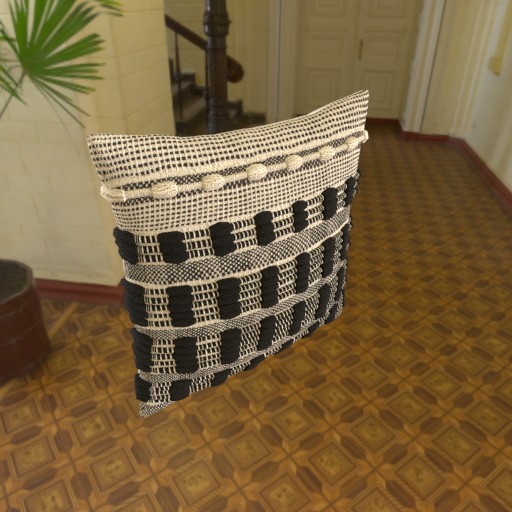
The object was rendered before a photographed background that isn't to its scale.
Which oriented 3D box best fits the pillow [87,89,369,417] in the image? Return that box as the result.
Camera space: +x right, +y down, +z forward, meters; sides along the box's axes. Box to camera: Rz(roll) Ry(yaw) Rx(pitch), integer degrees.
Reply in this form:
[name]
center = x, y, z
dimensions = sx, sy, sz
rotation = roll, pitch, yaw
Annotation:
[pillow]
center = 0.000, 0.000, 0.678
dimensions = 0.436, 0.438, 0.156
rotation = -20, 37, -30
